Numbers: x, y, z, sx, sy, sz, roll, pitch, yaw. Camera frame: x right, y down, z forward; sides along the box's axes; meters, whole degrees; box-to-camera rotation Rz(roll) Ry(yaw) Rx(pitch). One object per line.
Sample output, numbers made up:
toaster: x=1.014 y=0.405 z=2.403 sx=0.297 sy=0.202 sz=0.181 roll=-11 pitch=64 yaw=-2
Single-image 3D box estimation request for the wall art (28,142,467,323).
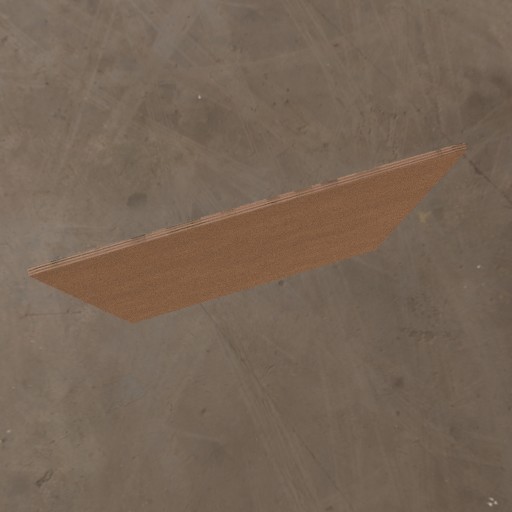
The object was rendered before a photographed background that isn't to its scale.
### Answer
wall art: x=0.000 y=0.000 z=0.688 sx=0.508 sy=0.408 sz=0.010 roll=-17 pitch=75 yaw=-5
